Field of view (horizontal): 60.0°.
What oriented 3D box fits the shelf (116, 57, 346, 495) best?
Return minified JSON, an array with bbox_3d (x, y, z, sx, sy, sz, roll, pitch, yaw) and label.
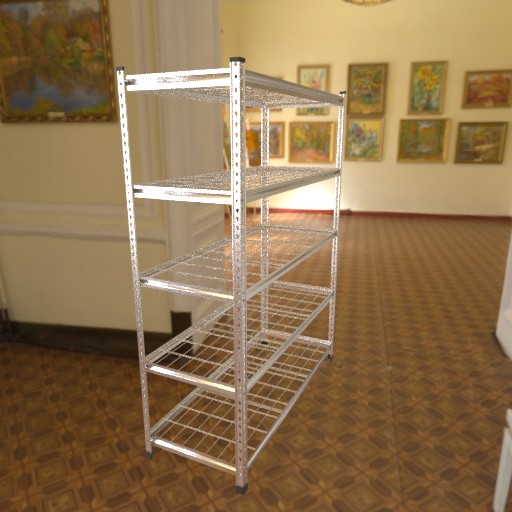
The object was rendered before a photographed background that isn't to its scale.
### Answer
[{"bbox_3d":[0.000,0.000,2.695,0.610,1.981,1.524,7,17,25],"label":"shelf"}]
